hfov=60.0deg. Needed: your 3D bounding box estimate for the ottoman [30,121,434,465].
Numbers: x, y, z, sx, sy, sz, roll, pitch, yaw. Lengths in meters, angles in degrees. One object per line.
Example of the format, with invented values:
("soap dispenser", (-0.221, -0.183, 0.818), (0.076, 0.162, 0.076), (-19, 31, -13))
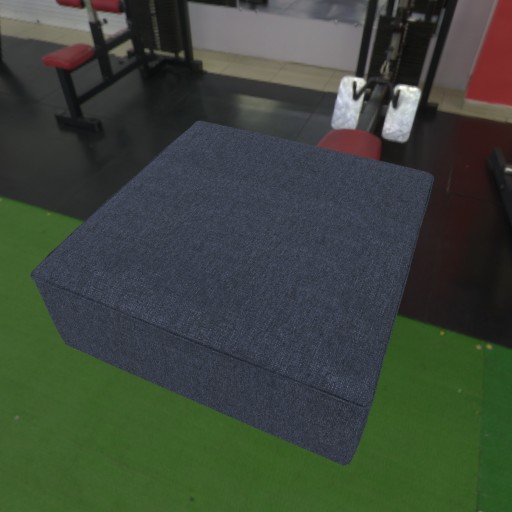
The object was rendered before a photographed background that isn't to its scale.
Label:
("ottoman", (0.000, 0.000, 1.567), (1.023, 0.423, 1.017), (18, 48, 17))
